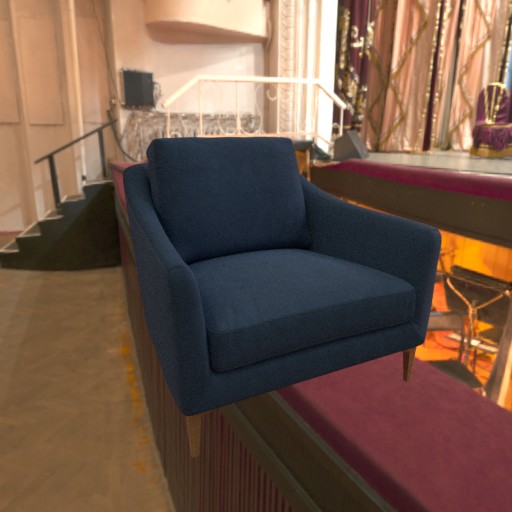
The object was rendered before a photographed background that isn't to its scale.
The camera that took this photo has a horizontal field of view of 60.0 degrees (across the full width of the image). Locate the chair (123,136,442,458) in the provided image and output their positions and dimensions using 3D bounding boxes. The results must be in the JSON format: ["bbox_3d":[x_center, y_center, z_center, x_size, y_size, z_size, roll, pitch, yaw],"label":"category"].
[{"bbox_3d":[0.000,0.000,1.740,0.987,0.899,0.961,-8,18,-27],"label":"chair"}]
